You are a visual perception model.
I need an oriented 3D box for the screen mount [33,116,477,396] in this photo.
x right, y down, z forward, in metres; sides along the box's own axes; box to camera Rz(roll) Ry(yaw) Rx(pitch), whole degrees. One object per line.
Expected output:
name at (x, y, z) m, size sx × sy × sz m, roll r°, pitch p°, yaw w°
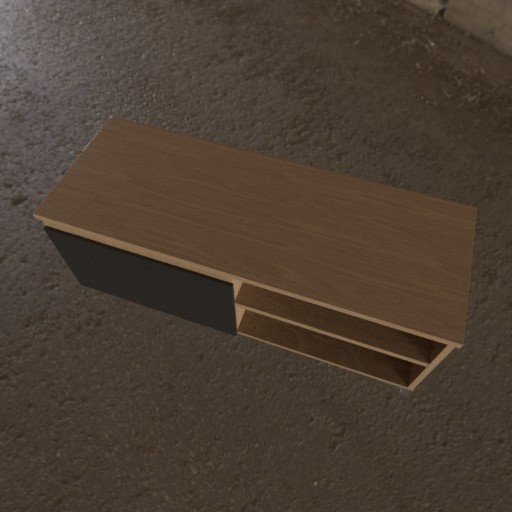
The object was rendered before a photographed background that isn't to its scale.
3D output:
screen mount at (0.000, 0.000, 1.332) m, size 1.084 × 0.432 × 0.406 m, roll 16°, pitch 58°, yaw 11°
